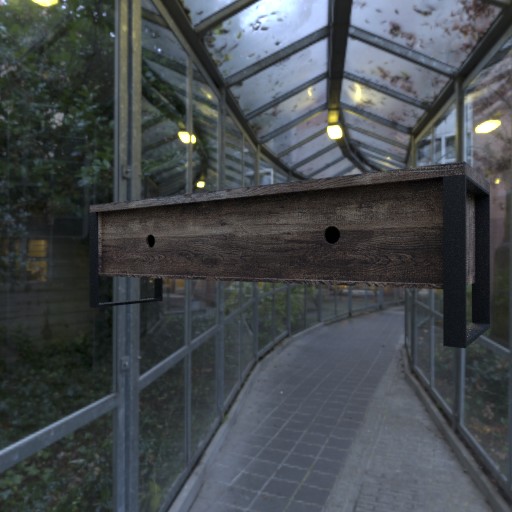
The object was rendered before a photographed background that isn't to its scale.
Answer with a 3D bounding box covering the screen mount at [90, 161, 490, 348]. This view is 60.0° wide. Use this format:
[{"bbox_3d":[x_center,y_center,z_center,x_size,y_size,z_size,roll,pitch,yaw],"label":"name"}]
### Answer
[{"bbox_3d":[0.000,0.000,1.671,1.524,0.450,0.395,0,0,36],"label":"screen mount"}]
